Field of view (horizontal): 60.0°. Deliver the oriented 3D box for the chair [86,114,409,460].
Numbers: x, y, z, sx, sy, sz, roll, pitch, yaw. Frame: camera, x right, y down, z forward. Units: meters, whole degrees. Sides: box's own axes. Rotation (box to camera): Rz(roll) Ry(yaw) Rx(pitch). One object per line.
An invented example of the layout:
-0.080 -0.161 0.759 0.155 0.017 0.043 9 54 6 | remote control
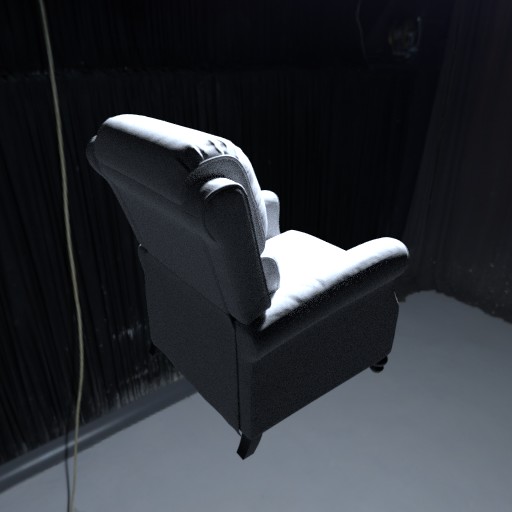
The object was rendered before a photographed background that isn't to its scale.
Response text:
0.000 0.000 1.695 0.919 1.046 0.859 -18 31 -33 | chair
